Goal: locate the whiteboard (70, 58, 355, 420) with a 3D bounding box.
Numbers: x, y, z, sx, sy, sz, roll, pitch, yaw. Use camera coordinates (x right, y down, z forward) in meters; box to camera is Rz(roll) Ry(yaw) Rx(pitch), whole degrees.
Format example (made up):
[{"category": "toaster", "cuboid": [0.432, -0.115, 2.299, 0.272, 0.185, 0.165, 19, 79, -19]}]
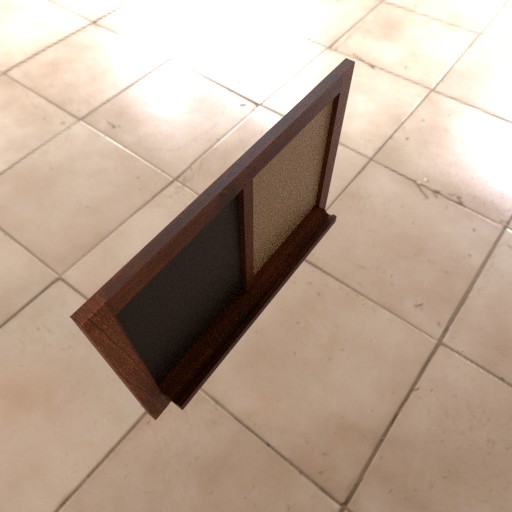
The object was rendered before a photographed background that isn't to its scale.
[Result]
[{"category": "whiteboard", "cuboid": [0.000, 0.000, 1.011, 0.083, 0.553, 0.768, 32, 62, 19]}]
